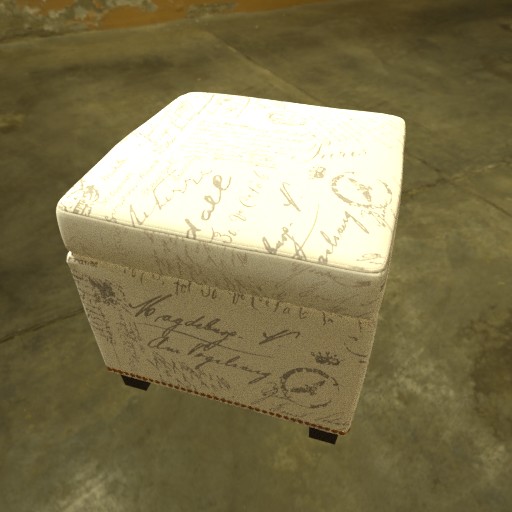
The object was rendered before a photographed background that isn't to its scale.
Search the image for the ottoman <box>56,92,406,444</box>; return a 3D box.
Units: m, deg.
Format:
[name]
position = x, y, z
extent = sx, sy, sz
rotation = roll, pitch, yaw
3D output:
[ottoman]
position = 0.000, 0.000, 0.821
extent = 0.450, 0.457, 0.449
rotation = 11, 42, 13
